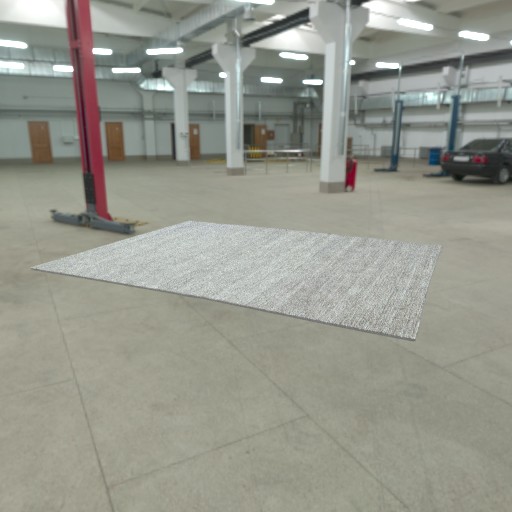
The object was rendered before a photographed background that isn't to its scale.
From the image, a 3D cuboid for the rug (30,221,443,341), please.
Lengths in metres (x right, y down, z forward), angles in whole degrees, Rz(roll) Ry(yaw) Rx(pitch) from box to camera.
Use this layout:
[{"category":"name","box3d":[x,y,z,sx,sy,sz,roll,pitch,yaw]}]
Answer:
[{"category":"rug","box3d":[0.000,0.000,4.237,3.202,0.045,2.434,7,17,25]}]
